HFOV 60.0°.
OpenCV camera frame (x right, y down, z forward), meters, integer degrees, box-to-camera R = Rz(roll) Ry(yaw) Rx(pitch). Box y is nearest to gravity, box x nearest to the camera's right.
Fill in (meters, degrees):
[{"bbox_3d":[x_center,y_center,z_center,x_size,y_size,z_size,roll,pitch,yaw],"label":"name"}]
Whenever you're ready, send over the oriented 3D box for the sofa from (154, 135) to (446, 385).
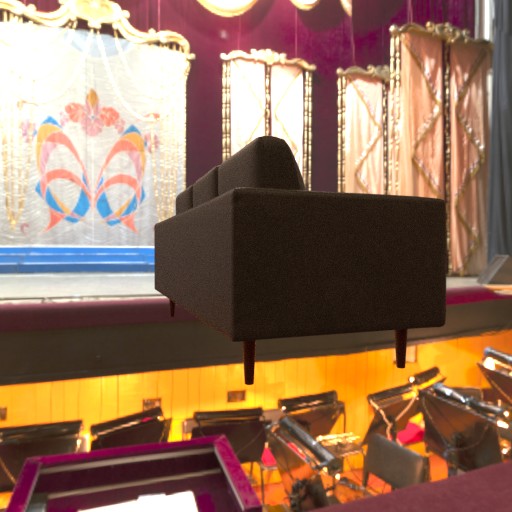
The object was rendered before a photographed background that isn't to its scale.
[{"bbox_3d":[0.000,0.000,2.486,0.879,0.899,2.029,0,1,-20],"label":"sofa"}]
